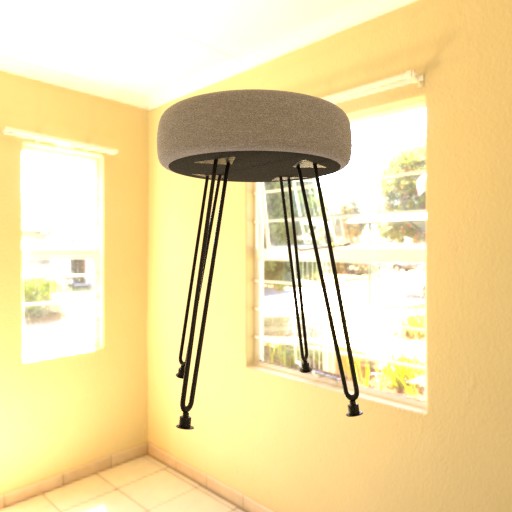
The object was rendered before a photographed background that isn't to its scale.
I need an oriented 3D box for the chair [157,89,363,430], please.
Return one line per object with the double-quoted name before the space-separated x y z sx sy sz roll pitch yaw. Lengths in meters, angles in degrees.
"chair" 0.000 0.000 0.700 0.350 0.440 0.350 1 1 34
